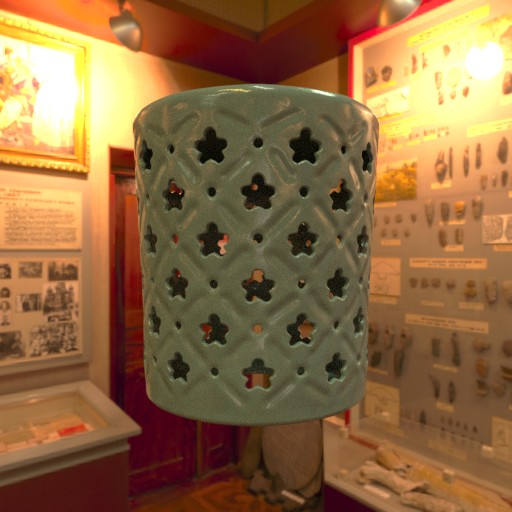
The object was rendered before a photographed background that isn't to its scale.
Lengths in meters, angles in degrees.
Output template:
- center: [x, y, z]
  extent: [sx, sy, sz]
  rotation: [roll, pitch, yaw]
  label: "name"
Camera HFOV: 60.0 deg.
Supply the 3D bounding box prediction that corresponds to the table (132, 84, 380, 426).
- center: [0.000, 0.000, 0.656]
  extent: [0.352, 0.387, 0.352]
  rotation: [0, 1, 0]
  label: "table"
